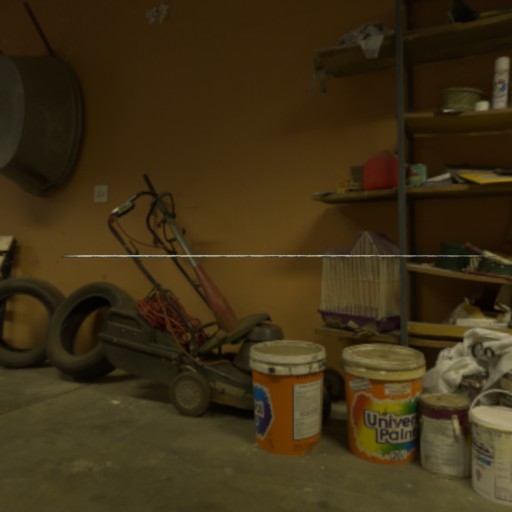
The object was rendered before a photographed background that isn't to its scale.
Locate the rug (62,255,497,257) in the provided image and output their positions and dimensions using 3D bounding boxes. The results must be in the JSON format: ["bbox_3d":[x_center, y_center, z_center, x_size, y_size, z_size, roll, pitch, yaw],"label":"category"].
[{"bbox_3d":[0.000,0.000,4.016,3.007,0.007,2.435,0,0,-18],"label":"rug"}]
